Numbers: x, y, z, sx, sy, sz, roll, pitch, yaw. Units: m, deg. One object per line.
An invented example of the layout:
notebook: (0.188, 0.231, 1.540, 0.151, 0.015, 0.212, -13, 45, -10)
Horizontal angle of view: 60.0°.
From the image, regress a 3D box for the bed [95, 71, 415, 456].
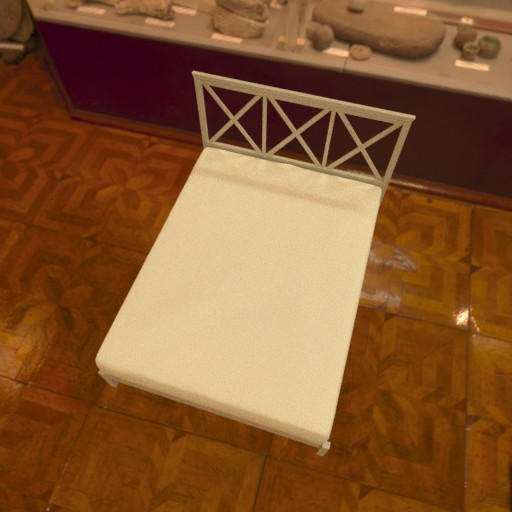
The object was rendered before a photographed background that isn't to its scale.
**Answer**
bed: (0.000, 0.000, 3.233, 1.673, 1.253, 2.135, 15, 59, 9)
